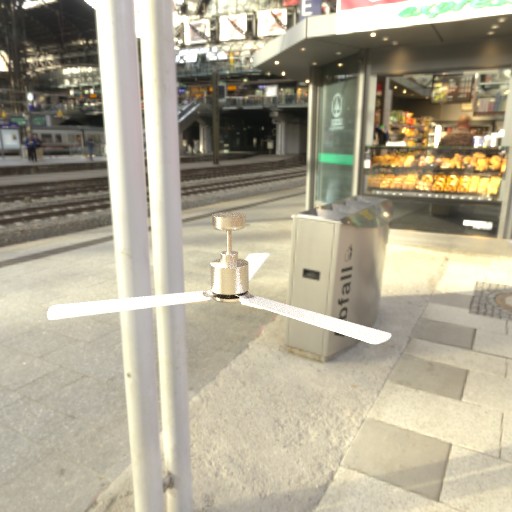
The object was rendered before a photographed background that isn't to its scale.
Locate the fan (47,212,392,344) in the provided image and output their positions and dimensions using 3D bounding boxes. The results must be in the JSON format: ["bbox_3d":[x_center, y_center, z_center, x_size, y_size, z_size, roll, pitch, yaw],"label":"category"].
[{"bbox_3d":[0.000,0.000,2.354,1.531,0.446,1.561,8,16,27],"label":"fan"}]
